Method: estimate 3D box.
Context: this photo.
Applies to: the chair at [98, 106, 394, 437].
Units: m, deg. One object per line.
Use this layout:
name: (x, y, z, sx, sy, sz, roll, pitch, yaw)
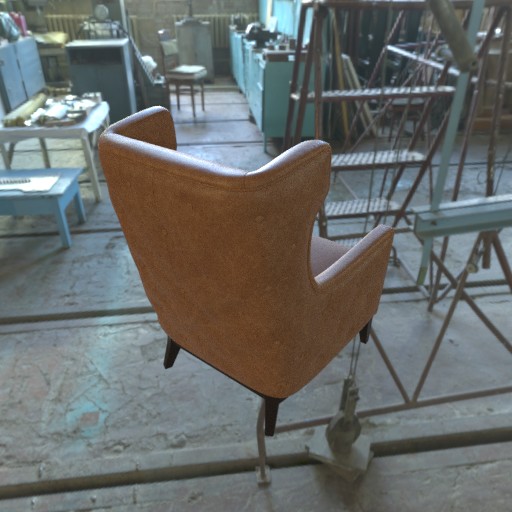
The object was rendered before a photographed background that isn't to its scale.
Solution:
chair: (0.000, 0.000, 1.706, 0.766, 1.079, 0.899, 22, 38, 31)
